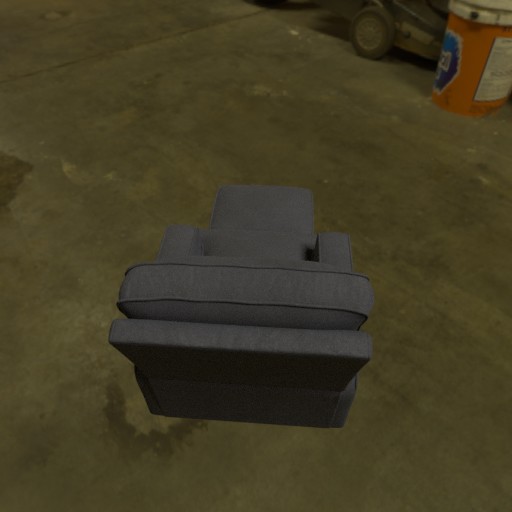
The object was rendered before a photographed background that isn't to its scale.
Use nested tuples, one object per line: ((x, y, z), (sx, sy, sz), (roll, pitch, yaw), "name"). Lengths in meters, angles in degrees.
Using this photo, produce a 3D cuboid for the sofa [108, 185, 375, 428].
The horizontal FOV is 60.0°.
((0.000, 0.000, 2.005), (0.861, 0.959, 1.472), (3, 44, 3), "sofa")
